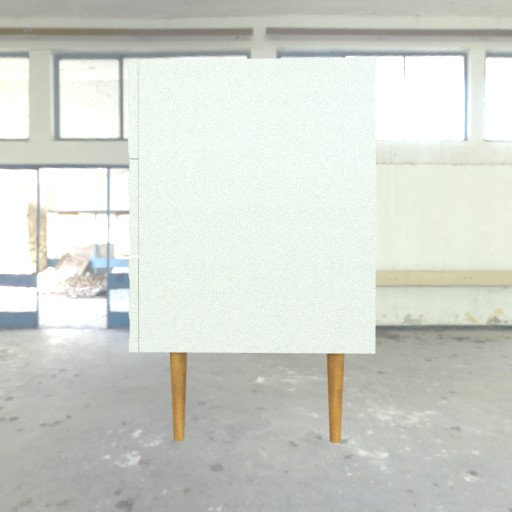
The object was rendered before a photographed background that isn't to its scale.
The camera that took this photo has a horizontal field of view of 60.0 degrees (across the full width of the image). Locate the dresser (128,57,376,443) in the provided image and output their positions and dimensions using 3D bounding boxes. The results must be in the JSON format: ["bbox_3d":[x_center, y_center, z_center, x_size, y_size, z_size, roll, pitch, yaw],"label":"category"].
[{"bbox_3d":[0.000,0.000,1.255,0.457,0.721,0.905,0,1,2],"label":"dresser"}]
